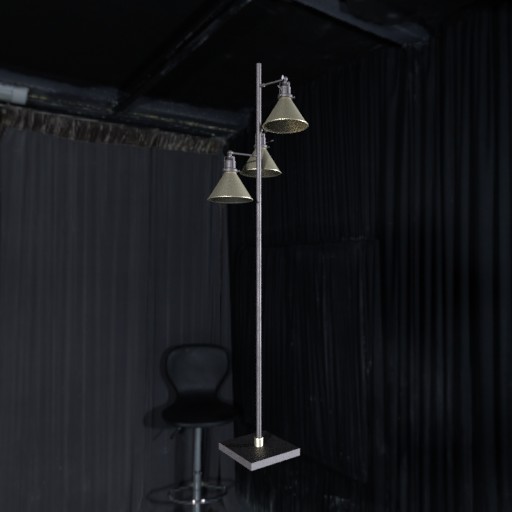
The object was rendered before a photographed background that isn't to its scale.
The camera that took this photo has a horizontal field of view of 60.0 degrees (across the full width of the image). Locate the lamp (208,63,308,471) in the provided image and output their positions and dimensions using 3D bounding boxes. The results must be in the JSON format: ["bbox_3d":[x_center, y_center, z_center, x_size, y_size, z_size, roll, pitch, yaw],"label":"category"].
[{"bbox_3d":[0.000,0.000,1.933,0.415,1.716,0.428,1,-1,-36],"label":"lamp"}]
